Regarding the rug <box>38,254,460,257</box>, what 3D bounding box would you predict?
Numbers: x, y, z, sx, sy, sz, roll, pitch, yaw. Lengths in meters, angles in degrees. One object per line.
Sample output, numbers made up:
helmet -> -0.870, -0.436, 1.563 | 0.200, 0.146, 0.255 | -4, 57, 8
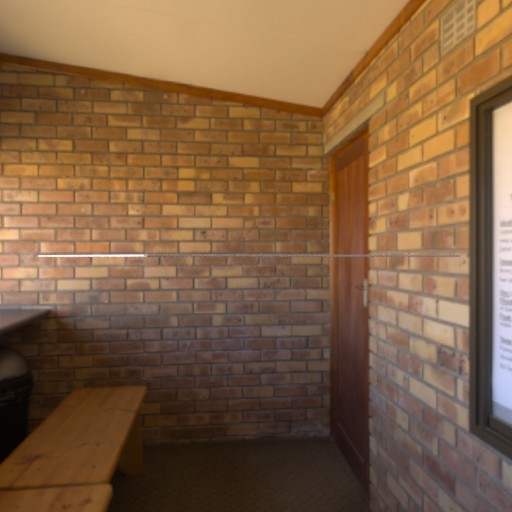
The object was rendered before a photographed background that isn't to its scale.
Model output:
rug -> 0.000, 0.000, 3.669 | 2.878, 0.014, 2.005 | 0, 0, -39
